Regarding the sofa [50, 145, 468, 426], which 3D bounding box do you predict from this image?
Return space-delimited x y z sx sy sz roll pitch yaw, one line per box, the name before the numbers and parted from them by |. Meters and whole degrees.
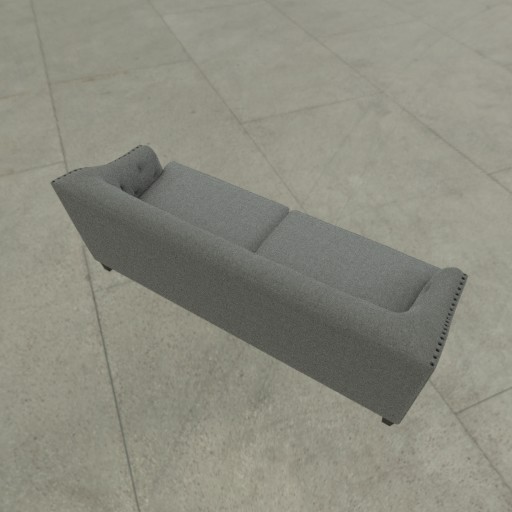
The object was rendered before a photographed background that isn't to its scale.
sofa | 0.000 0.000 2.694 2.235 0.901 0.914 25 52 21
